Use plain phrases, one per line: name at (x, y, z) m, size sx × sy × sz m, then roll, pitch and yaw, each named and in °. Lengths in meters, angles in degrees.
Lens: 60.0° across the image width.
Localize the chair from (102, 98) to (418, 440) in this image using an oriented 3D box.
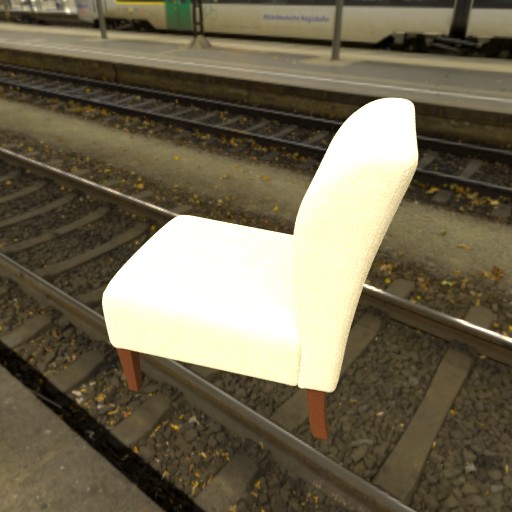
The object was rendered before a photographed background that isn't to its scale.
chair at (0.000, 0.000, 1.293) m, size 0.754 × 0.833 × 0.521 m, roll 8°, pitch 32°, yaw 14°
